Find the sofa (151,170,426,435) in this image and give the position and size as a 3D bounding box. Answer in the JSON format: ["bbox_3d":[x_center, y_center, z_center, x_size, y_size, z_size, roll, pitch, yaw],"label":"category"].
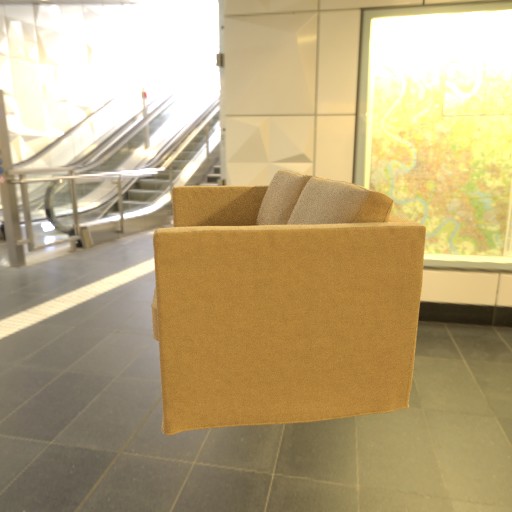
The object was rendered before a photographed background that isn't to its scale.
[{"bbox_3d":[0.000,0.000,2.319,0.962,0.835,1.719,-2,14,-8],"label":"sofa"}]
